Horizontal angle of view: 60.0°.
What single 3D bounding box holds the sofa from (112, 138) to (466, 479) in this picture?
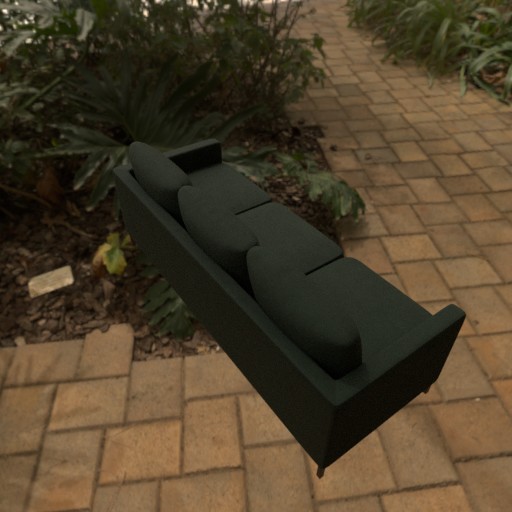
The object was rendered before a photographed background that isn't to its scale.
[{"bbox_3d":[0.000,0.000,2.672,0.859,0.870,2.218,-25,46,-26],"label":"sofa"}]
